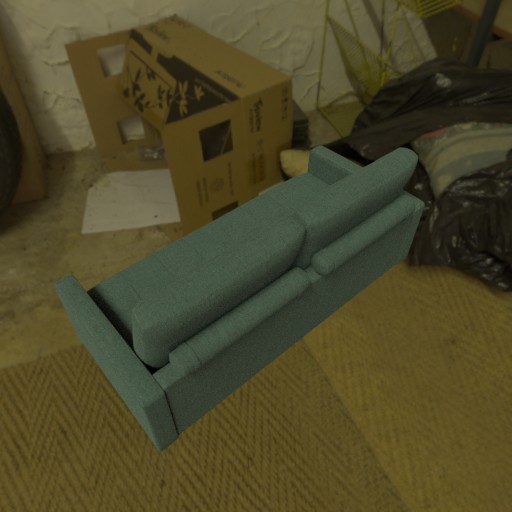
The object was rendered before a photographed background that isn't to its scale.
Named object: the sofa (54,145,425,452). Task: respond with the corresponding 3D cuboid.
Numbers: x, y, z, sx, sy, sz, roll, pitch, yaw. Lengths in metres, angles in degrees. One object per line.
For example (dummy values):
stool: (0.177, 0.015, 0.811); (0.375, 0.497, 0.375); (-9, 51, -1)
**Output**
sofa: (0.000, 0.000, 2.595); (2.010, 1.050, 0.966); (-32, 54, -27)
